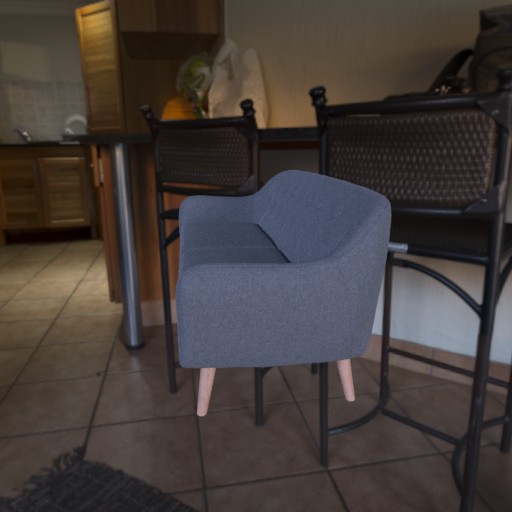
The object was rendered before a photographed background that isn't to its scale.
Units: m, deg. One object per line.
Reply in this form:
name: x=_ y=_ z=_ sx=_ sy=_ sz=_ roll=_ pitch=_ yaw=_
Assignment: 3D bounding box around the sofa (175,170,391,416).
sofa: x=0.000 y=0.000 z=2.341 sx=0.820 sy=0.820 sz=1.840 roll=-2 pitch=15 yaw=-8
